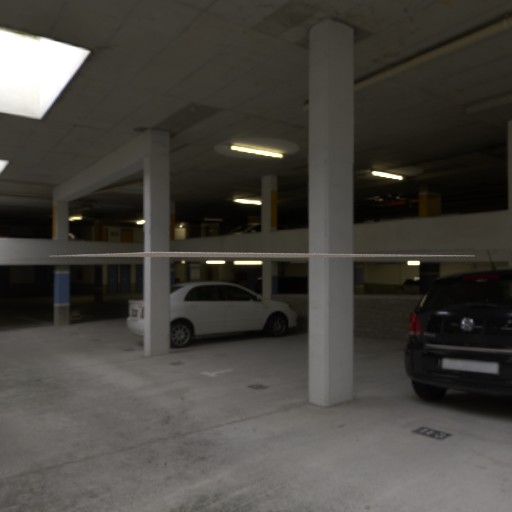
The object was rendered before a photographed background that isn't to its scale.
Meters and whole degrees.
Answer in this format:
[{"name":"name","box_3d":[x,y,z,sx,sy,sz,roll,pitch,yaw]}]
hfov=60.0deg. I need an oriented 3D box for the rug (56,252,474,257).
[{"name":"rug","box_3d":[0.000,0.000,3.888,2.880,0.005,2.391,0,-1,-36]}]
